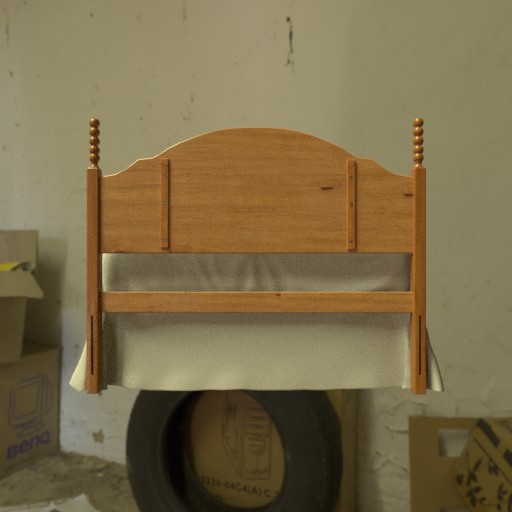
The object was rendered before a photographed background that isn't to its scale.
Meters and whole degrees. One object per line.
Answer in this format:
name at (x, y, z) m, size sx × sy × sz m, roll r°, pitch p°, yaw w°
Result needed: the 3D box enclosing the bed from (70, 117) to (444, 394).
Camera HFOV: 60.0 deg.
bed at (0.000, 0.000, 3.169) m, size 1.873 × 1.356 × 2.040 m, roll 0°, pitch 0°, yaw 0°
